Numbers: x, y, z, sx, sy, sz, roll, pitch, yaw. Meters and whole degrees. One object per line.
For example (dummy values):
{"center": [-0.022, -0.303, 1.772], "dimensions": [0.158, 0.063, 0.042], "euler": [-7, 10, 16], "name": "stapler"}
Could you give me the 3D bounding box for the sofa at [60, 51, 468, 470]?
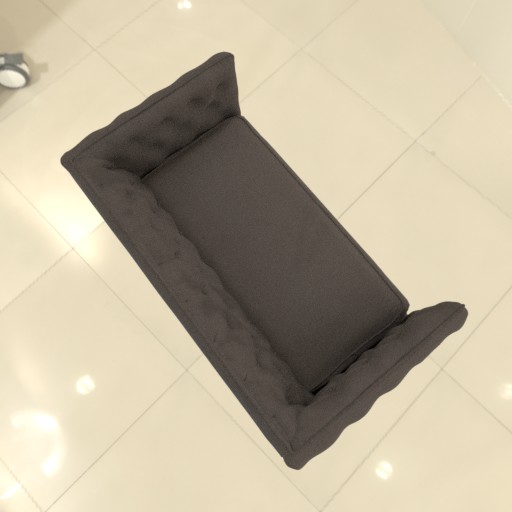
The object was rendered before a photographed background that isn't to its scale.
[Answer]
{"center": [0.000, 0.000, 2.116], "dimensions": [0.909, 0.810, 1.583], "euler": [-37, 78, -10], "name": "sofa"}
